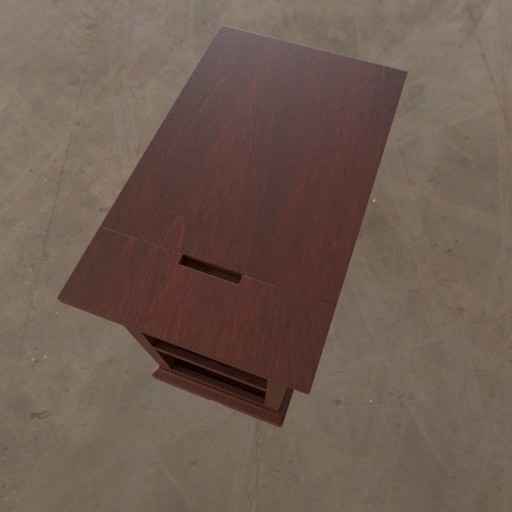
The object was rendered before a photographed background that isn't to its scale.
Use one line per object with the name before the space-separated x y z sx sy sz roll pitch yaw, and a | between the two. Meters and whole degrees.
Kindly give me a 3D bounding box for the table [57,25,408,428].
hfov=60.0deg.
table | 0.000 0.000 0.963 0.356 0.612 0.584 18 65 9
